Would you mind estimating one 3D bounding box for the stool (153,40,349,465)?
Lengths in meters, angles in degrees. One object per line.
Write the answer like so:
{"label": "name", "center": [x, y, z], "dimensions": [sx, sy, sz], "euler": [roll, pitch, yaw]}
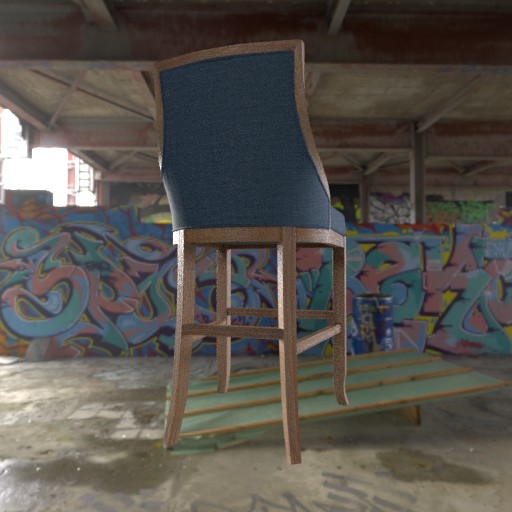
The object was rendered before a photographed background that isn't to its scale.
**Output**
{"label": "stool", "center": [0.000, 0.000, 1.458], "dimensions": [0.524, 1.101, 0.626], "euler": [0, -1, 18]}
